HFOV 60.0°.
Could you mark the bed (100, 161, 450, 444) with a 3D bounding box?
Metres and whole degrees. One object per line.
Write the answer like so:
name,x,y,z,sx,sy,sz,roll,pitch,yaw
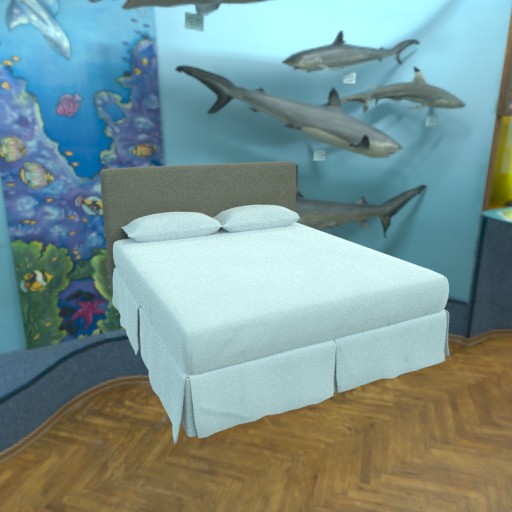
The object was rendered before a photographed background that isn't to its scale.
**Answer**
bed,0.000,0.000,3.640,2.119,1.317,2.341,-8,18,-26
